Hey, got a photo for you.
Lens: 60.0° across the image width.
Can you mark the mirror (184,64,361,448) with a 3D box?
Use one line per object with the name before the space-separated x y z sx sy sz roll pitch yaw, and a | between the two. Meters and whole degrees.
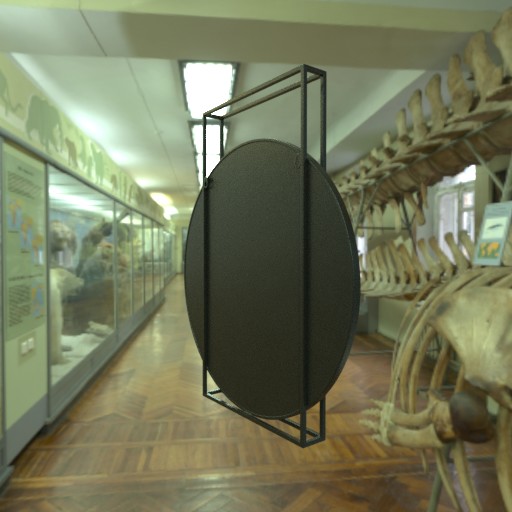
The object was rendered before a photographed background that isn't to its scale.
mirror | 0.000 0.000 0.835 0.051 0.603 0.508 -1 1 -37
